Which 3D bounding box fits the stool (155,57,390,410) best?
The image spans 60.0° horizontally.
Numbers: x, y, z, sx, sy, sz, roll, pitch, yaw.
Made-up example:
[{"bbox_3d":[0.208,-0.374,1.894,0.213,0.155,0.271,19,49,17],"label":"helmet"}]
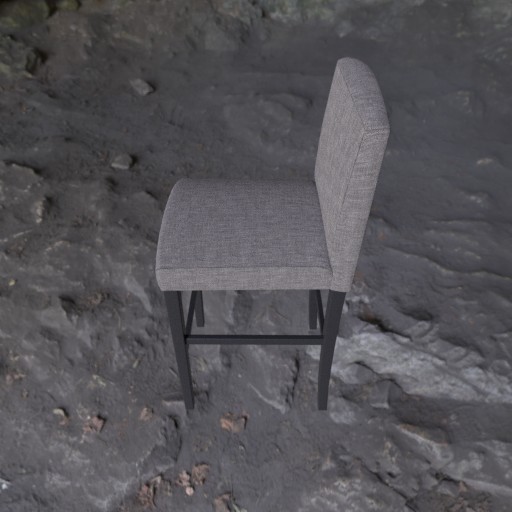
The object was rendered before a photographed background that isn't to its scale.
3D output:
[{"bbox_3d":[0.000,0.000,1.402,0.552,1.138,0.451,0,41,0],"label":"stool"}]
